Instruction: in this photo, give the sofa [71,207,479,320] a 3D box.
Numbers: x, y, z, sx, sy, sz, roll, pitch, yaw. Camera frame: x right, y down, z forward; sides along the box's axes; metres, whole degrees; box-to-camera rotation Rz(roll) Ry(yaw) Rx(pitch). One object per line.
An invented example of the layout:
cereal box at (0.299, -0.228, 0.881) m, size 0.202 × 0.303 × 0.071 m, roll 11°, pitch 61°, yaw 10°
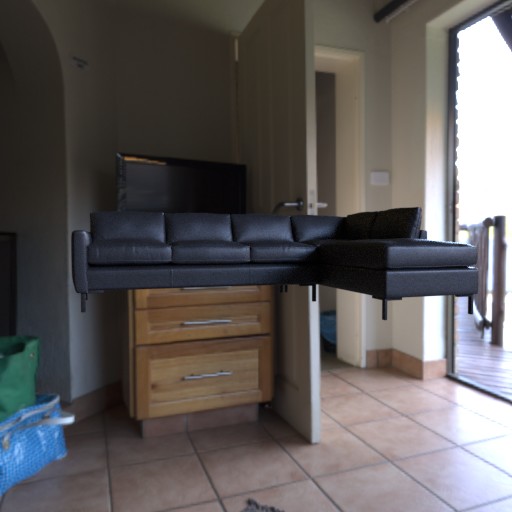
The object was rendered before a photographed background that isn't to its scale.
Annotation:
sofa at (0.000, 0.000, 3.828) m, size 2.984 × 0.877 × 1.938 m, roll -1°, pitch 2°, yaw -18°
